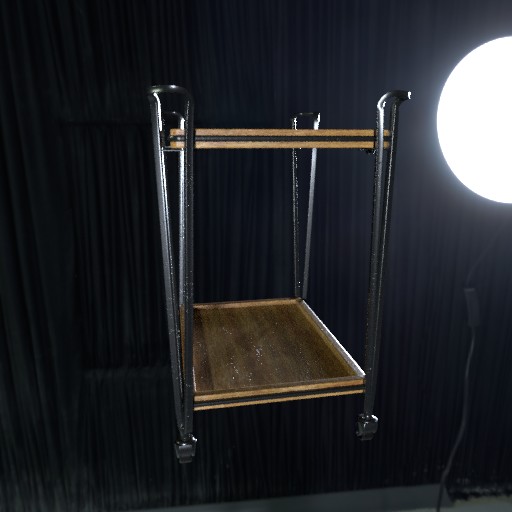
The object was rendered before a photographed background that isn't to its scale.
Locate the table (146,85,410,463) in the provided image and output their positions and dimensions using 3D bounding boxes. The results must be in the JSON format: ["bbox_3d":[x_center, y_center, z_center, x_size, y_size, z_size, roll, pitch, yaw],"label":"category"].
[{"bbox_3d":[0.000,0.000,1.201,0.505,0.785,0.672,-3,15,-10],"label":"table"}]
